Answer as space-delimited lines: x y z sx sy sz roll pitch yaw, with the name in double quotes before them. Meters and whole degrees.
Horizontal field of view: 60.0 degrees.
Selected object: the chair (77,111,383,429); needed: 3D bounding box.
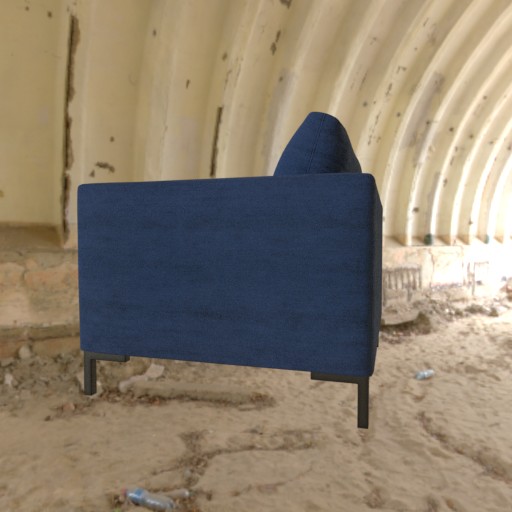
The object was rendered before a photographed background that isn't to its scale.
"chair" 0.000 0.000 1.626 0.875 0.812 0.964 1 2 17
